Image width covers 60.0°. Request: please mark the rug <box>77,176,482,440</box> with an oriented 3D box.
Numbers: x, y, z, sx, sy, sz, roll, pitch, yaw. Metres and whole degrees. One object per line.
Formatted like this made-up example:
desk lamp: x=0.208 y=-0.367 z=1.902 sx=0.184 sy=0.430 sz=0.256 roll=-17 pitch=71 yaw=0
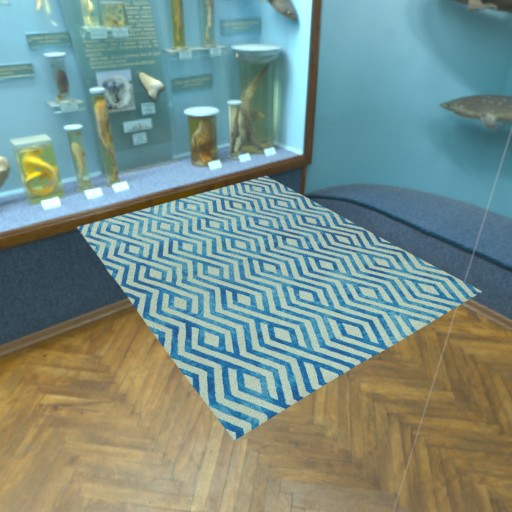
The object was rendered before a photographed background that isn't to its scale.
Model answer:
rug: x=0.000 y=0.000 z=4.154 sx=2.453 sy=0.008 sz=3.059 roll=-20 pitch=38 yaw=-29
